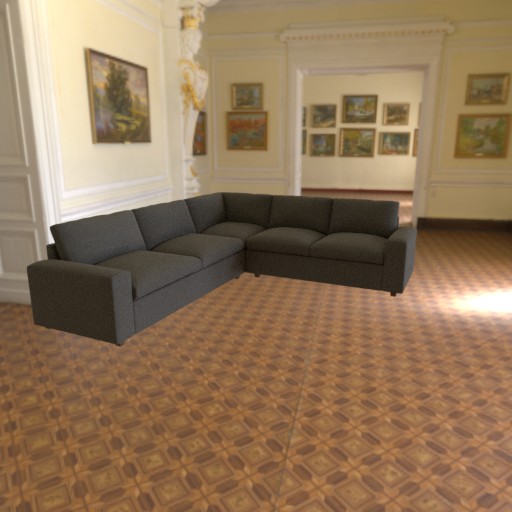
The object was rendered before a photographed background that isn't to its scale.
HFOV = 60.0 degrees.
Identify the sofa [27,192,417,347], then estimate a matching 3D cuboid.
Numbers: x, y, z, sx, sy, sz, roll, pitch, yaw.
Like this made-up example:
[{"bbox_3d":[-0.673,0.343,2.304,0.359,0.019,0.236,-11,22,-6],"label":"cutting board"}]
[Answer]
[{"bbox_3d":[0.000,0.000,4.724,2.895,0.965,3.277,7,16,25],"label":"sofa"}]
